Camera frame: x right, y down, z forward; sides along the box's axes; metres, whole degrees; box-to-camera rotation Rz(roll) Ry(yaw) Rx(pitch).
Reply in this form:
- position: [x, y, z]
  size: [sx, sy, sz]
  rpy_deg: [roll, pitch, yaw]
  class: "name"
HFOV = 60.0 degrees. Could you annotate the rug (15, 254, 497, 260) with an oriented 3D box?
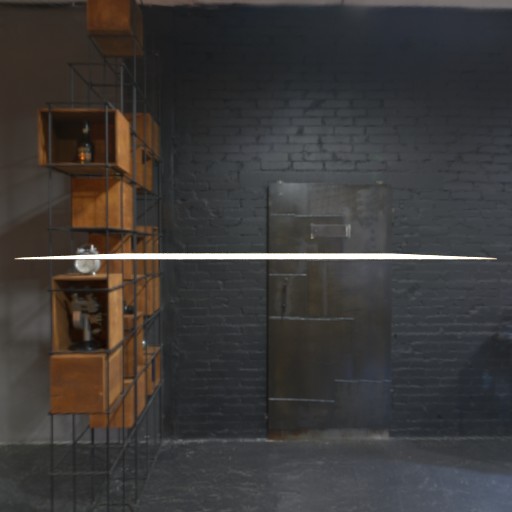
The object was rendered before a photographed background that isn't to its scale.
- position: [0.000, 0.000, 4.281]
  size: [3.353, 0.010, 2.438]
  rpy_deg: [0, 1, 0]
  class: "rug"
